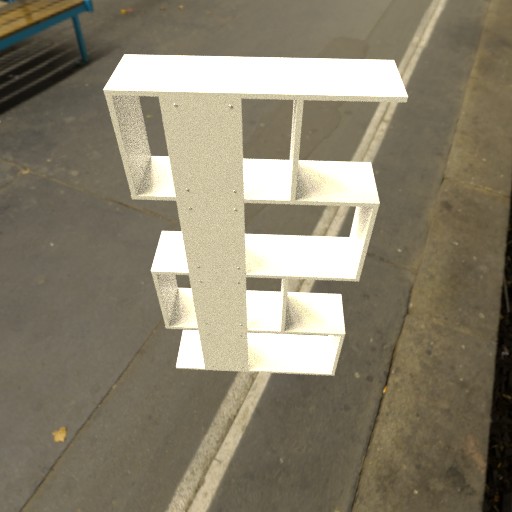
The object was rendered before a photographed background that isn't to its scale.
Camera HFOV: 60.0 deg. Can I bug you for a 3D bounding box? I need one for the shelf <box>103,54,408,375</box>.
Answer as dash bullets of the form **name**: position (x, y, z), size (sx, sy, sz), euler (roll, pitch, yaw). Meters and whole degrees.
- **shelf**: position (0.000, 0.000, 1.978), size (0.890, 1.650, 0.250), euler (2, 47, 2)
